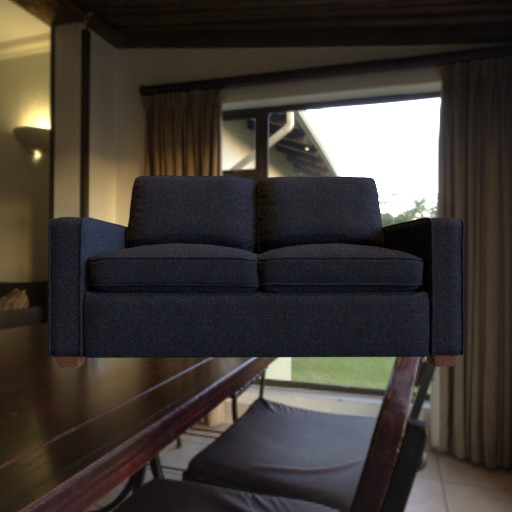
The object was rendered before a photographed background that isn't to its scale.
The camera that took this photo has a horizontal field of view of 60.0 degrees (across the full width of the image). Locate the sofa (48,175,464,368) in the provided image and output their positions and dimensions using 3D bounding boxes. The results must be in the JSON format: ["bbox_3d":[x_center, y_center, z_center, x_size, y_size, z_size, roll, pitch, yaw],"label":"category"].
[{"bbox_3d":[0.000,0.000,2.239,1.709,0.918,0.947,0,0,-1],"label":"sofa"}]
